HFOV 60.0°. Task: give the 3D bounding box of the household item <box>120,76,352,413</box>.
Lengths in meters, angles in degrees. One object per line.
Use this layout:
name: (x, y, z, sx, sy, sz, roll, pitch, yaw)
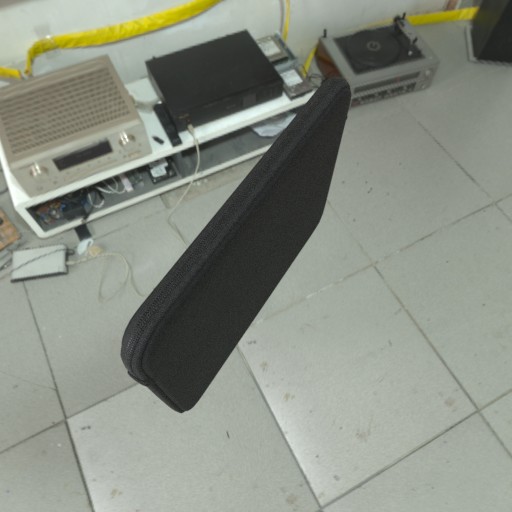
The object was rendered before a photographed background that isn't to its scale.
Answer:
household item: (0.000, 0.000, 0.541, 0.030, 0.305, 0.396, 30, 66, 15)
